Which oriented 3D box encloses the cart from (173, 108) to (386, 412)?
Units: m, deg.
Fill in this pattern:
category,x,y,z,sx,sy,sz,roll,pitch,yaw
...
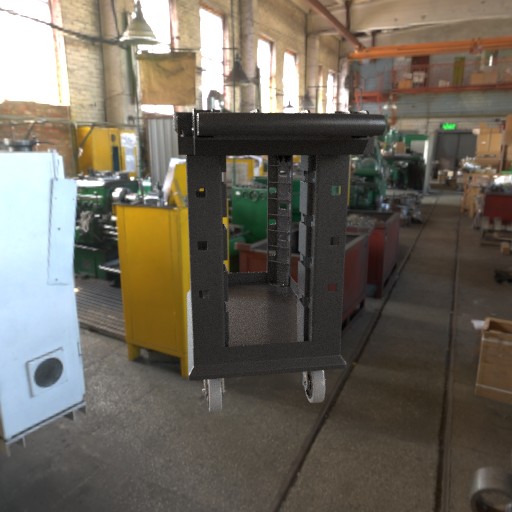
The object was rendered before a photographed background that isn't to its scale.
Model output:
category,x,y,z,sx,sy,sz,roll,pitch,yaw
cart,0.000,0.000,1.489,0.497,0.884,1.061,-2,14,-9
